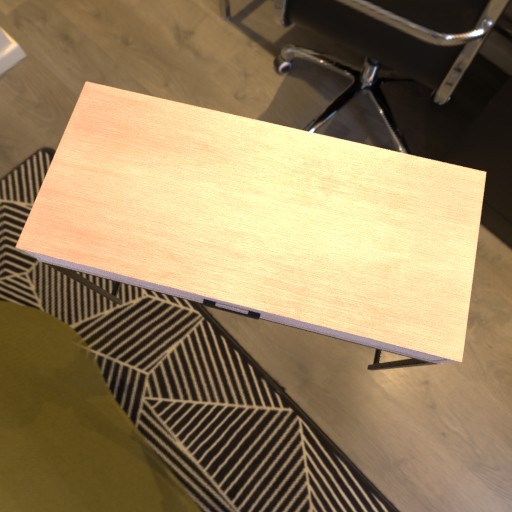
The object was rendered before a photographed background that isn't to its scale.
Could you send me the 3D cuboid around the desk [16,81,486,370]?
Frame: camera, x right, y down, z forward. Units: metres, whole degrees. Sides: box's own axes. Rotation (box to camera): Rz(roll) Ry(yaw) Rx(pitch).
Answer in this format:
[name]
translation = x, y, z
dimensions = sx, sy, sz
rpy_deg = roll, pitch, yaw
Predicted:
[desk]
translation = 0.000, 0.000, 1.399
dimensions = 1.016, 0.762, 0.470
rpy_deg = 14, 75, 4
